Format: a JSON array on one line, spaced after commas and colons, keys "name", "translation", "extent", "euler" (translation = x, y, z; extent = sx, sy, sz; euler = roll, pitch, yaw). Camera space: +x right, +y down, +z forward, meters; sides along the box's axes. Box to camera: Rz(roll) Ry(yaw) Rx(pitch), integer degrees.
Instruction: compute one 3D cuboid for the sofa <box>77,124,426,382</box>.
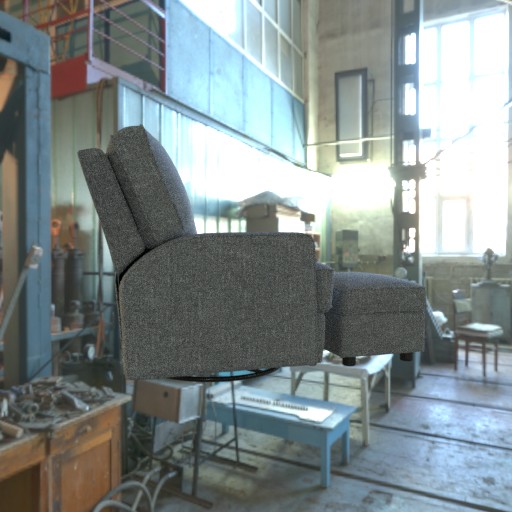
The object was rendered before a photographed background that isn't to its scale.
[{"name": "sofa", "translation": [0.000, 0.000, 2.045], "extent": [1.472, 0.959, 0.861], "euler": [0, 1, -17]}]
